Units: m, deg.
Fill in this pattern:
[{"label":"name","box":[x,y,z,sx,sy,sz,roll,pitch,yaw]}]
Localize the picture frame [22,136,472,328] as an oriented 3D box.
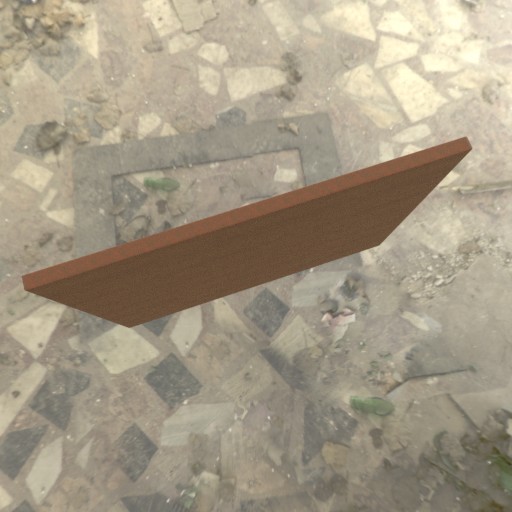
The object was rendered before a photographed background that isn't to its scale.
[{"label":"picture frame","box":[0.000,0.000,1.744,1.329,1.018,0.045,-18,76,-5]}]
